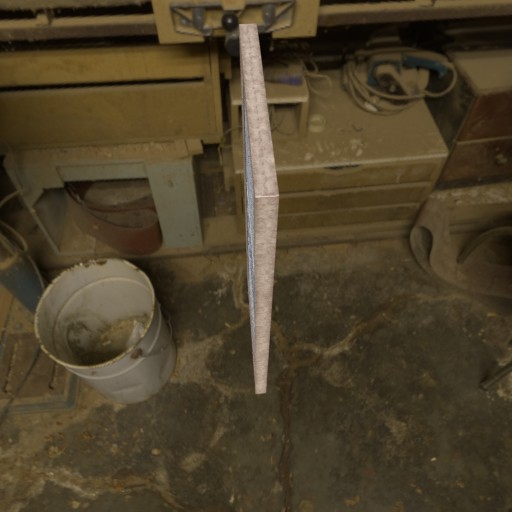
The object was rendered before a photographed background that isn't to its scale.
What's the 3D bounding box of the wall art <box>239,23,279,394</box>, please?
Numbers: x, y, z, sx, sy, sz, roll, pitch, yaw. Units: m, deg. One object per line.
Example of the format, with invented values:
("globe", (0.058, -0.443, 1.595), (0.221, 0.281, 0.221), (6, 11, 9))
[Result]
("wall art", (0.000, 0.000, 1.712), (0.051, 1.461, 0.648), (-3, 57, -2))
